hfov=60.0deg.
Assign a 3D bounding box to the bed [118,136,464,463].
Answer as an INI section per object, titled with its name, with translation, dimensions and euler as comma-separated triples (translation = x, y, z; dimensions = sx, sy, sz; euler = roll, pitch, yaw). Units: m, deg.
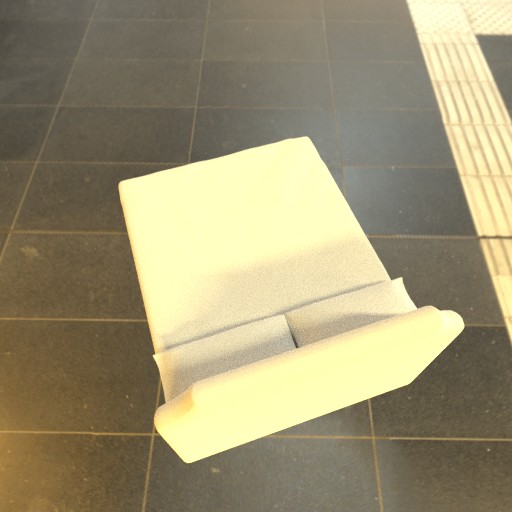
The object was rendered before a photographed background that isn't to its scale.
[bed]
translation = 0.000, 0.000, 3.785
dimensions = 2.134, 1.524, 2.548
euler = -16, 59, -10
